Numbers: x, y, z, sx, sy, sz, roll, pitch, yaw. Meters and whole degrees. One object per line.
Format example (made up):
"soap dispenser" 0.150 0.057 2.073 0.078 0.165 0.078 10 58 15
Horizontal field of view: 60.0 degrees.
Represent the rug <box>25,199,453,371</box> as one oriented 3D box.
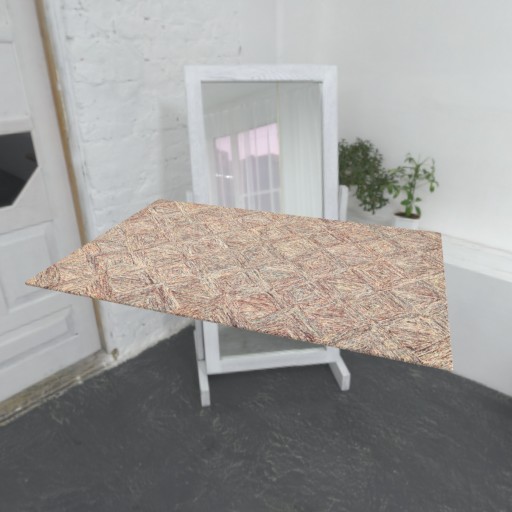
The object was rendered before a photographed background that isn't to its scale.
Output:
"rug" 0.000 0.000 2.857 2.285 0.019 1.523 9 28 17
